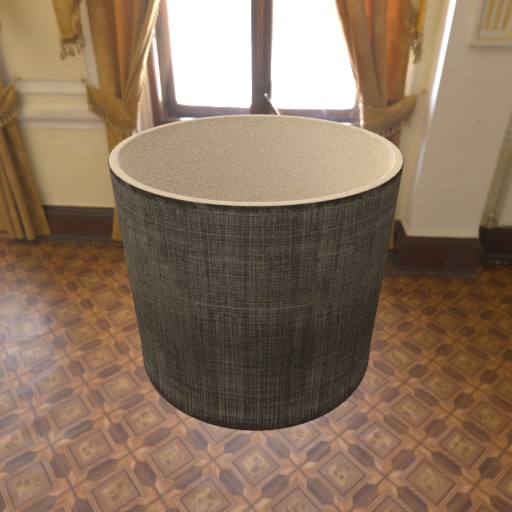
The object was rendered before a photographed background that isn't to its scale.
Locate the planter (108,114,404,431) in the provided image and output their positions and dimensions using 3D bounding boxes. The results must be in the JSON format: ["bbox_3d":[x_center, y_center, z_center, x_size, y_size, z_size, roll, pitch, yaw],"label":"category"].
[{"bbox_3d":[0.000,0.000,0.317,0.178,0.157,0.178,0,31,0],"label":"planter"}]
